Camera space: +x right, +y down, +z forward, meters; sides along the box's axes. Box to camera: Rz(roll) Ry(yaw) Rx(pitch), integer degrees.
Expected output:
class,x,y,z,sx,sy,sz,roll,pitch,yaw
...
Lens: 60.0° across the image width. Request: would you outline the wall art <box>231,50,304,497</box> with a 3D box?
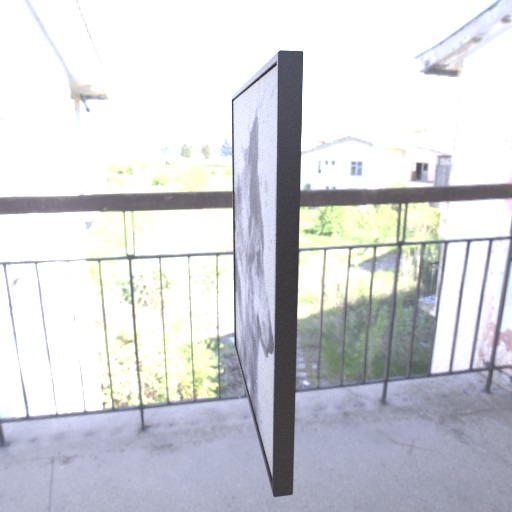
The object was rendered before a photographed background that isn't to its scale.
class,x,y,z,sx,sy,sz,roll,pitch,yaw
wall art,0.000,0.000,0.742,0.028,0.551,0.451,-2,14,-9
